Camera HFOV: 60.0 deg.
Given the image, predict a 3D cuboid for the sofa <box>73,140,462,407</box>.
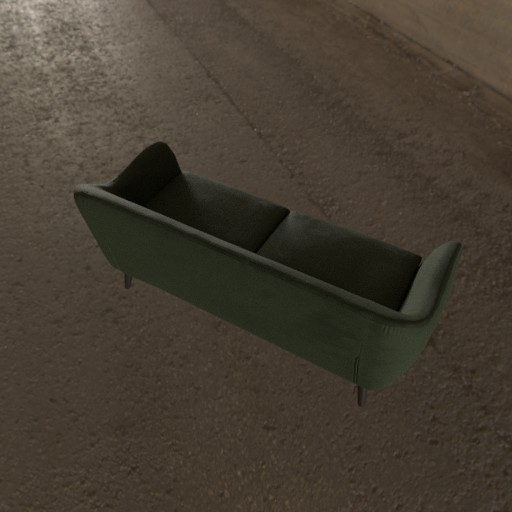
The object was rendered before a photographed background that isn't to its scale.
[{"bbox_3d":[0.000,0.000,2.301,1.840,0.836,0.820,23,50,20],"label":"sofa"}]
